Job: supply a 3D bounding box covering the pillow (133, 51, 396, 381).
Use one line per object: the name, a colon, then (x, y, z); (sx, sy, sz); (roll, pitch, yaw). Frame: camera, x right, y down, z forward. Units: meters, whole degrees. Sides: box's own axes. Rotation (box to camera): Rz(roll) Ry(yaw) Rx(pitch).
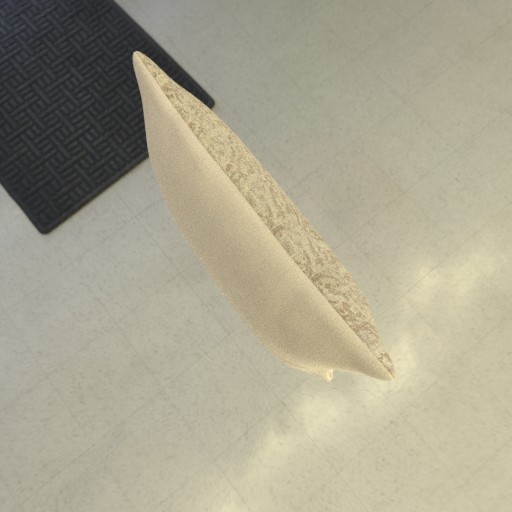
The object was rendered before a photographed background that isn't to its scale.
pillow: (0.000, 0.000, 0.768); (0.166, 0.510, 0.523); (-35, 77, -9)
